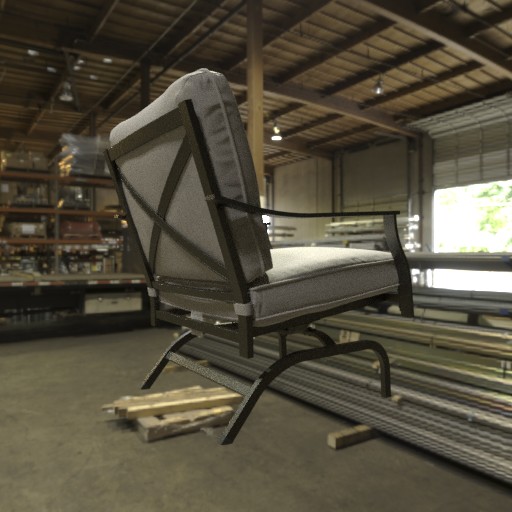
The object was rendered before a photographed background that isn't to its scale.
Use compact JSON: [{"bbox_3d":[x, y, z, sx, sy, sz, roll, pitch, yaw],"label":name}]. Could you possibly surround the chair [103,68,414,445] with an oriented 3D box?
[{"bbox_3d":[0.000,0.000,1.377,0.787,0.860,0.650,0,1,-35],"label":"chair"}]
